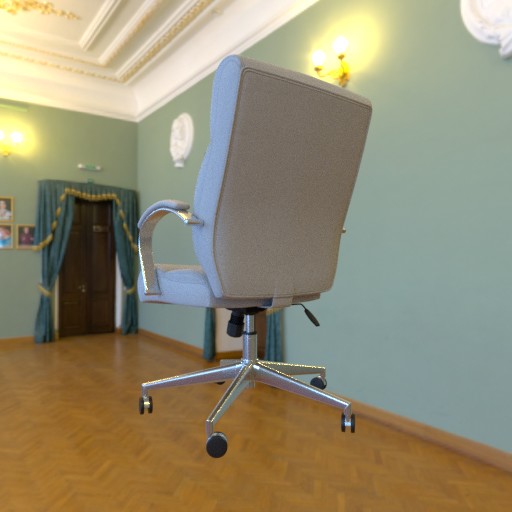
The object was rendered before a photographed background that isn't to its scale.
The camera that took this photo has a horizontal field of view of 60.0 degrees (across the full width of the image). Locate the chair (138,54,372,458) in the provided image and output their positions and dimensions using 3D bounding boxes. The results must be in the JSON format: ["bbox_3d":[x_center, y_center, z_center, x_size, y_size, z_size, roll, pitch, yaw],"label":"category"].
[{"bbox_3d":[0.000,0.000,1.592,0.727,1.099,0.745,0,0,-37],"label":"chair"}]
